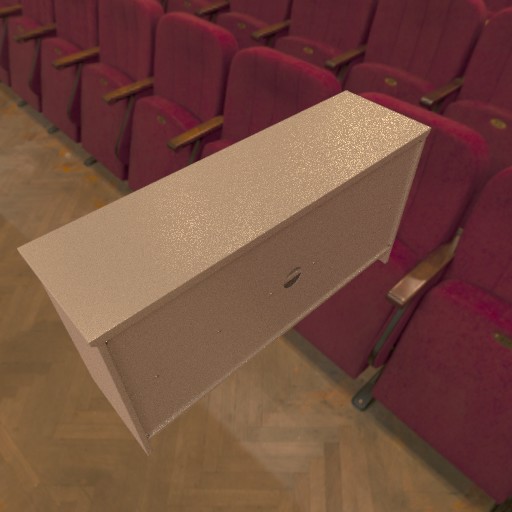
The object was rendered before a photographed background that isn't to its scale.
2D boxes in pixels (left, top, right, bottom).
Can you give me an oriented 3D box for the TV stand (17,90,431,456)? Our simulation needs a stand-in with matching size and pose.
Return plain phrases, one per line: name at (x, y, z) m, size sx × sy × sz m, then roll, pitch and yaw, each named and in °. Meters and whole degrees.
TV stand at (0.000, 0.000, 1.415) m, size 1.167 × 0.603 × 0.344 m, roll -33°, pitch 54°, yaw -28°
